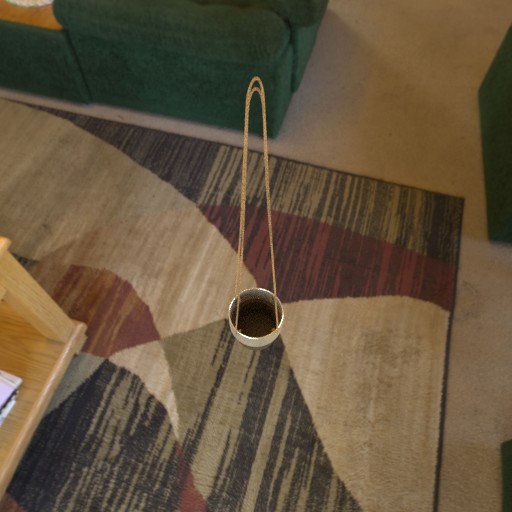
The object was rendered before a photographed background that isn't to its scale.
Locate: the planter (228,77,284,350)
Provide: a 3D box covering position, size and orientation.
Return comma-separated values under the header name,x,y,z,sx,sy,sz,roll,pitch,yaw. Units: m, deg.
name,x,y,z,sx,sy,sz,roll,pitch,yaw
planter,0.000,0.000,1.173,0.187,1.073,0.187,-1,59,-1
